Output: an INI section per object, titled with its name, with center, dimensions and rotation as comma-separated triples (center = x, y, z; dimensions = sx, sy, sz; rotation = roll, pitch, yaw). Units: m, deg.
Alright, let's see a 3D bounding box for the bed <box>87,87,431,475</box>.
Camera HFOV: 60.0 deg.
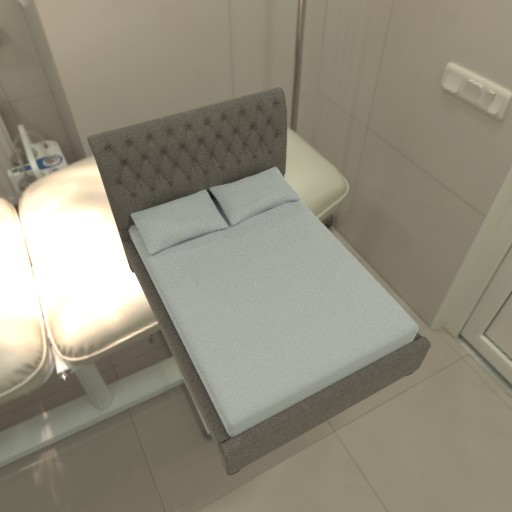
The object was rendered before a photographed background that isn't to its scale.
[bed]
center = 0.000, 0.000, 3.353
dimensions = 1.645, 1.371, 2.252
rotation = -22, 51, -19
